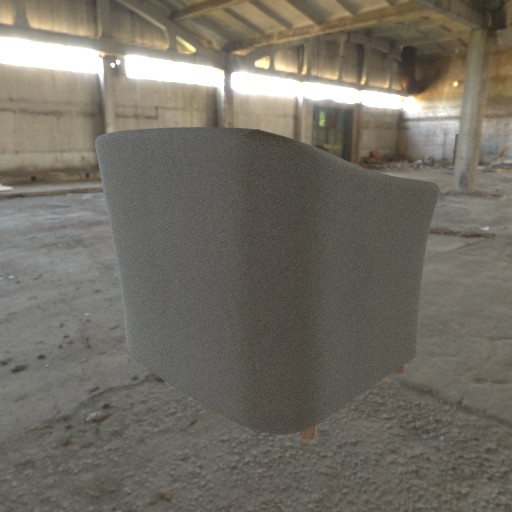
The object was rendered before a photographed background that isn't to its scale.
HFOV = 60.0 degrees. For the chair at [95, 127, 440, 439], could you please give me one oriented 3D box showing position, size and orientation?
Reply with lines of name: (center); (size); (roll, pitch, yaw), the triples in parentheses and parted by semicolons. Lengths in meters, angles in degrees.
chair: (0.000, 0.000, 1.327); (0.790, 0.720, 0.700); (14, 20, 43)
